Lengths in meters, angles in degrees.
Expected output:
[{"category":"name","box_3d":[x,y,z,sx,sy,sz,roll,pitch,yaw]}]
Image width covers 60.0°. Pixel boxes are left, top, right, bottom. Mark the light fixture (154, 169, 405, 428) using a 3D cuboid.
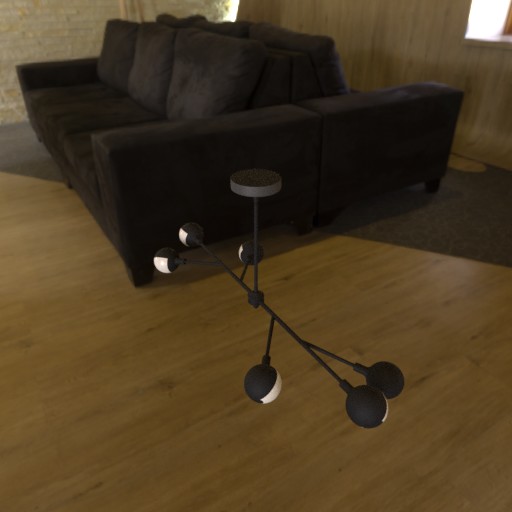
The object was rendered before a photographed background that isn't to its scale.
[{"category":"light fixture","box_3d":[0.000,0.000,0.972,0.434,0.362,0.778,-8,31,-13]}]
